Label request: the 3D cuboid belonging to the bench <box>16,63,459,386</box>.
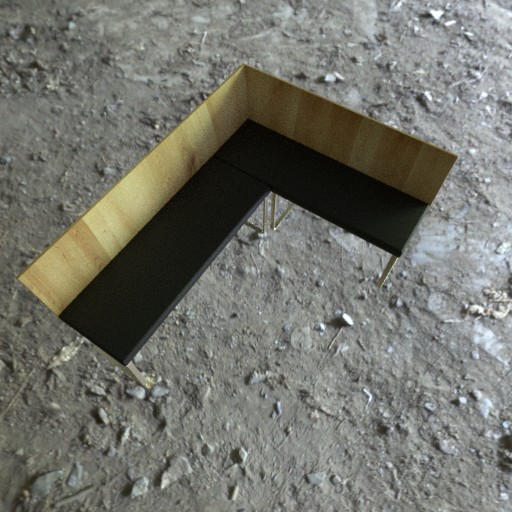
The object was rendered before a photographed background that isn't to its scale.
[{"bbox_3d":[0.000,0.000,2.738,1.495,0.930,1.945,30,64,16],"label":"bench"}]
